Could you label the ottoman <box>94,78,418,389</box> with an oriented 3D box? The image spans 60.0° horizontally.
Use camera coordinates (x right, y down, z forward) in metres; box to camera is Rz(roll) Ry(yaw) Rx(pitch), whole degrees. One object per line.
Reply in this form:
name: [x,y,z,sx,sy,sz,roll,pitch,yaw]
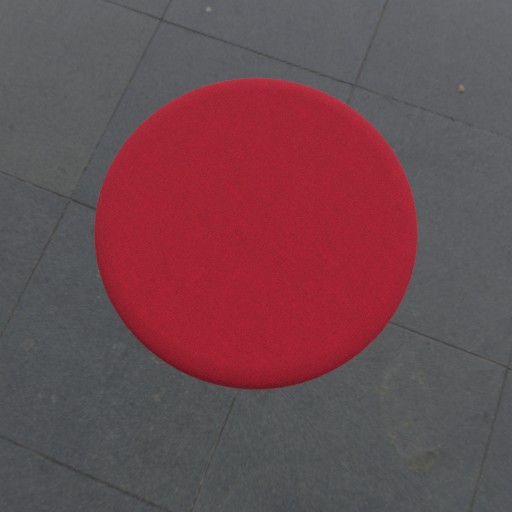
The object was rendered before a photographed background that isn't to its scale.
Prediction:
ottoman: [0.000,0.000,0.729,0.400,0.406,0.400,0,77,0]
